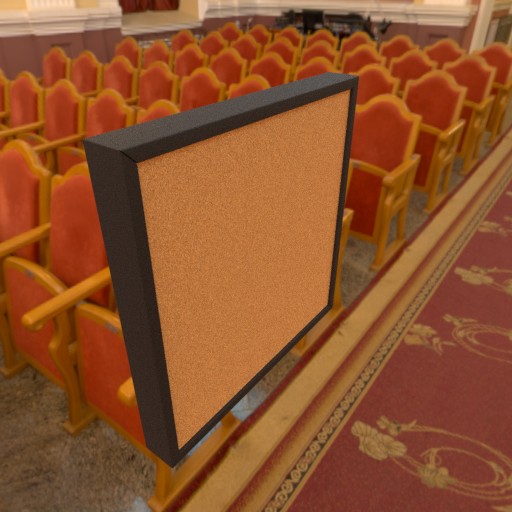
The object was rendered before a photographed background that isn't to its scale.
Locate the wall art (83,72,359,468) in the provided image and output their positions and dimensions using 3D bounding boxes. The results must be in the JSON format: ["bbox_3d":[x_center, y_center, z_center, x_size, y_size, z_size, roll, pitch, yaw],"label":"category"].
[{"bbox_3d":[0.000,0.000,0.446,0.037,0.305,0.305,22,38,31],"label":"wall art"}]
